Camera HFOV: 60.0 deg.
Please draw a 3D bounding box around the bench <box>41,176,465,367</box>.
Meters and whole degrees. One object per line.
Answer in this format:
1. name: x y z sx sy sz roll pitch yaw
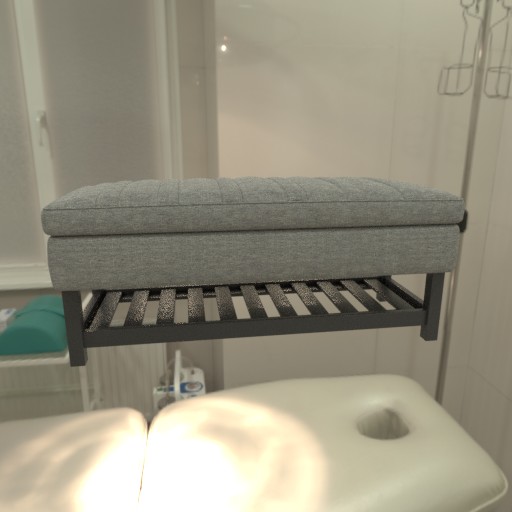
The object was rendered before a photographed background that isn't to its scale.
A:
1. bench: 0.000 0.000 1.351 1.100 0.470 0.429 -2 15 -8
